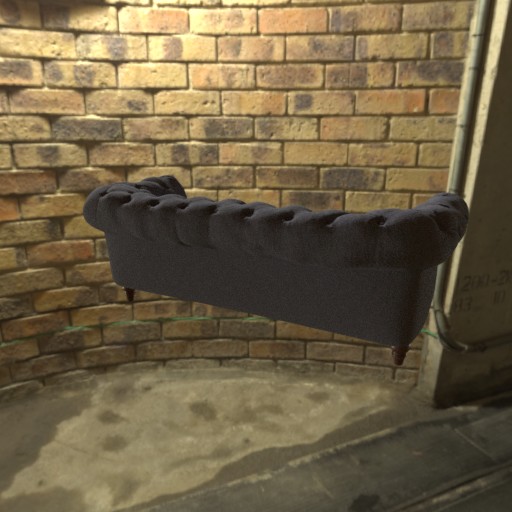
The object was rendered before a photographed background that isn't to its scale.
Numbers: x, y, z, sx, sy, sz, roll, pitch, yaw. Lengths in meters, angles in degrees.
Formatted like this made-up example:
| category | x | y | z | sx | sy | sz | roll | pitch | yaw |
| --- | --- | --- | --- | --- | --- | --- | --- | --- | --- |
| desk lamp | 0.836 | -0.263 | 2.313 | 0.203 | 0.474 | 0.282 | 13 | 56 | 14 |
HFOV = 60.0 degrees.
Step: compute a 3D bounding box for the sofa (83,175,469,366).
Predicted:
| category | x | y | z | sx | sy | sz | roll | pitch | yaw |
| --- | --- | --- | --- | --- | --- | --- | --- | --- | --- |
| sofa | 0.000 | 0.000 | 2.793 | 2.335 | 0.836 | 1.046 | 9 | 18 | 27 |
